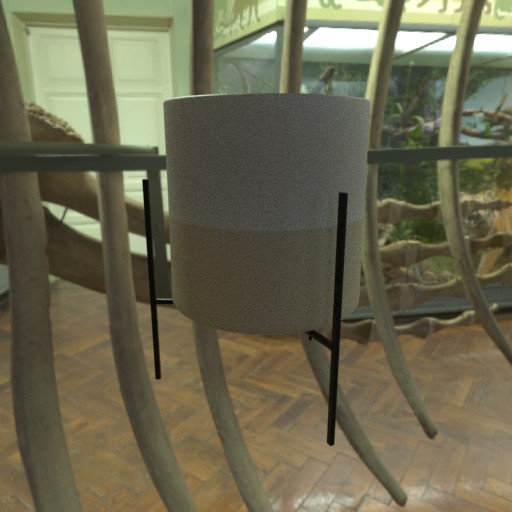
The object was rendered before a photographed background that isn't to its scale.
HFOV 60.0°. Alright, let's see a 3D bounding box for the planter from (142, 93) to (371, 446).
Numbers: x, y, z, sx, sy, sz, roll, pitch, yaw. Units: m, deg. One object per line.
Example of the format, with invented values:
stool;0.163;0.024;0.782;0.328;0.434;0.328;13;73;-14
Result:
planter;0.000;0.000;0.546;0.267;0.362;0.263;-3;15;-10
